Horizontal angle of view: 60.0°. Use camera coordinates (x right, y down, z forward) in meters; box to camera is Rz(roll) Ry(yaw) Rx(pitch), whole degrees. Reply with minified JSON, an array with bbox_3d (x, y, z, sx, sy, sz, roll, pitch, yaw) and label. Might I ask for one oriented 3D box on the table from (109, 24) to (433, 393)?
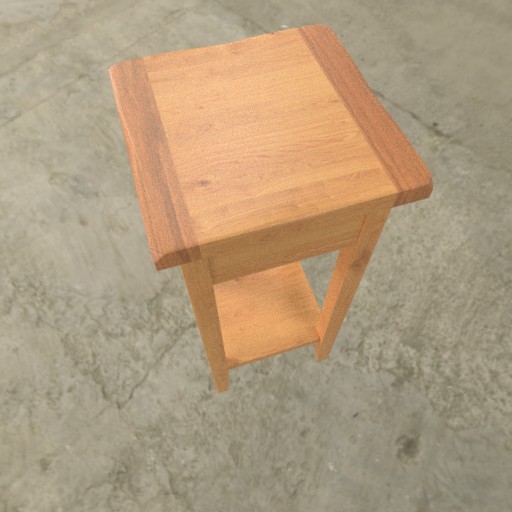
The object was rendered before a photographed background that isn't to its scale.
[{"bbox_3d":[0.000,0.000,0.928,0.360,0.740,0.360,-15,60,-9],"label":"table"}]
